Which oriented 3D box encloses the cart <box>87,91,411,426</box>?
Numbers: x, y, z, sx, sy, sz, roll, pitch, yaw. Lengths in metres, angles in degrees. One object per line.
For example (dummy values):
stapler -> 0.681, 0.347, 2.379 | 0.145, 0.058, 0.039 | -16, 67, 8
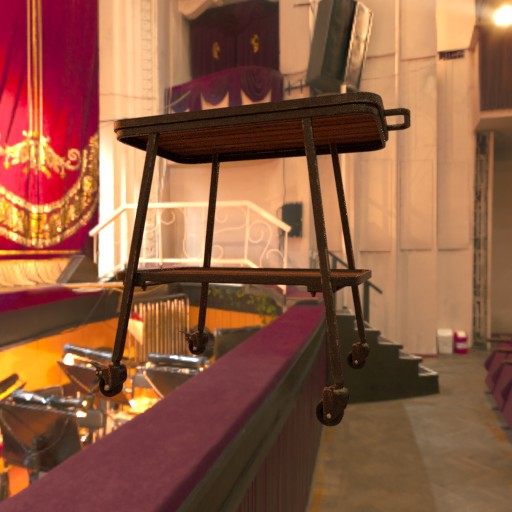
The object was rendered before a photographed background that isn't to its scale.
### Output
cart -> 0.000, 0.000, 1.229 | 0.806, 0.700, 0.515 | 0, 1, 19
